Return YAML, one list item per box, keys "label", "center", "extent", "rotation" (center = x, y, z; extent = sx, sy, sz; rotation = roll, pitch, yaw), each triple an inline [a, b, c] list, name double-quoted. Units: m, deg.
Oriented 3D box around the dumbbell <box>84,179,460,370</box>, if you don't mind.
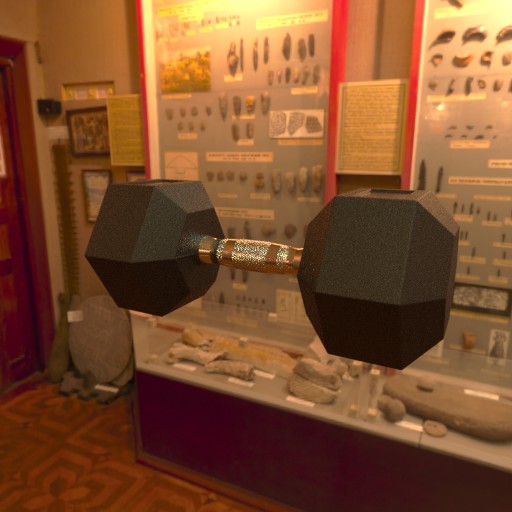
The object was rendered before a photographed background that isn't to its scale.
- label: "dumbbell"
  center: [0.000, 0.000, 0.442]
  extent: [0.361, 0.137, 0.157]
  rotation: [7, 16, 27]
